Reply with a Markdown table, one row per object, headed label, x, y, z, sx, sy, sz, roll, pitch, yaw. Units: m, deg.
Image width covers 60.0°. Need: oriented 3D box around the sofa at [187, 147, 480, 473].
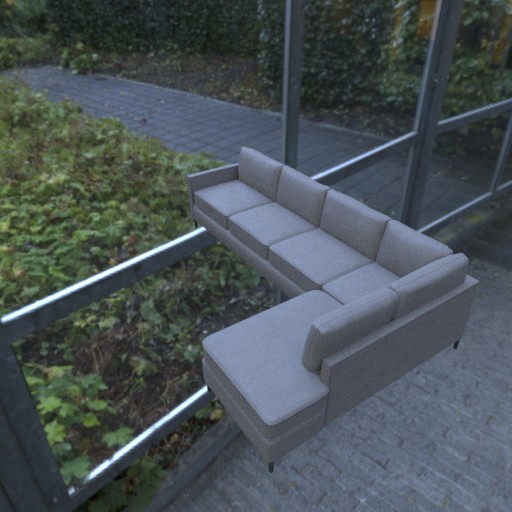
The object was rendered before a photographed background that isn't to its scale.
| label | x | y | z | sx | sy | sz | roll | pitch | yaw |
| --- | --- | --- | --- | --- | --- | --- | --- | --- | --- |
| sofa | 0.000 | 0.000 | 4.275 | 2.077 | 0.964 | 3.331 | -20 | 38 | -28 |
